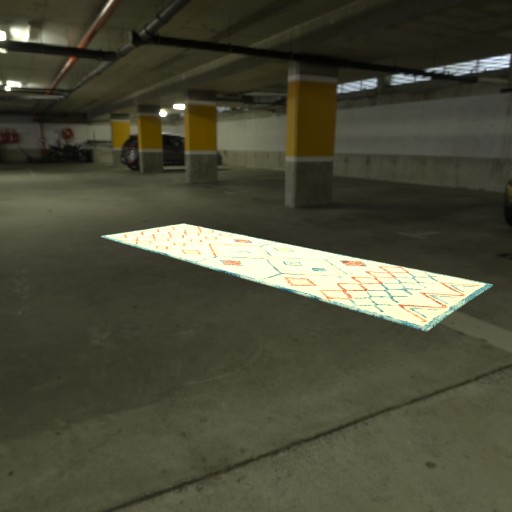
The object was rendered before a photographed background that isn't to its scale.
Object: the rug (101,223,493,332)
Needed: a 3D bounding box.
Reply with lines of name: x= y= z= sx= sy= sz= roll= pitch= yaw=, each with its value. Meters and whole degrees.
rug: x=0.000 y=0.000 z=2.682 sx=2.435 sy=0.011 sz=0.750 roll=13 pitch=19 yaw=42
